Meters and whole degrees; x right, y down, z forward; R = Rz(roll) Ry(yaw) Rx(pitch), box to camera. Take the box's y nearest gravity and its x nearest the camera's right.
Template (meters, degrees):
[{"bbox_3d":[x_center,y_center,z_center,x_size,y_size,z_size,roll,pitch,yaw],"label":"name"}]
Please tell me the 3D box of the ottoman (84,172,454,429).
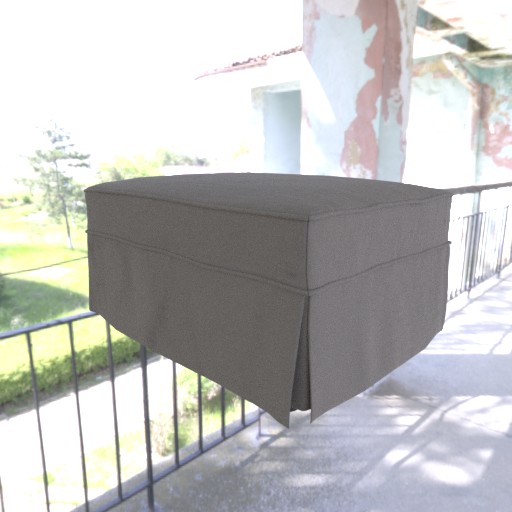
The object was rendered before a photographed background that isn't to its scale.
[{"bbox_3d":[0.000,0.000,1.323,0.944,0.479,0.703,13,18,43],"label":"ottoman"}]
